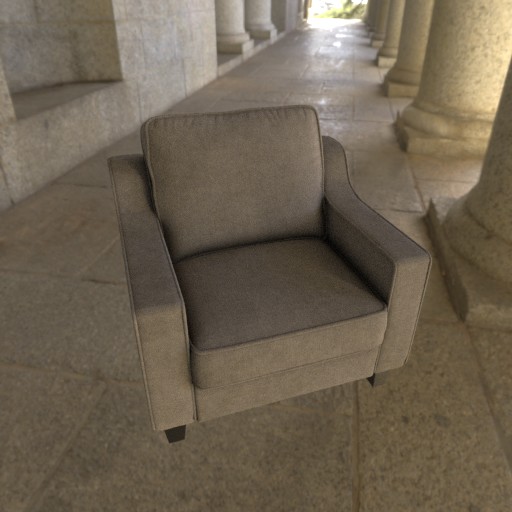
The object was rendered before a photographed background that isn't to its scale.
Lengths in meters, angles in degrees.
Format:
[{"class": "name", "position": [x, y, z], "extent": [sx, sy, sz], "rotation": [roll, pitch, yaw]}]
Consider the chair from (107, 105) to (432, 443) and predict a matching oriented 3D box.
[{"class": "chair", "position": [0.000, 0.000, 1.631], "extent": [0.926, 0.944, 0.840], "rotation": [-10, 32, -16]}]
